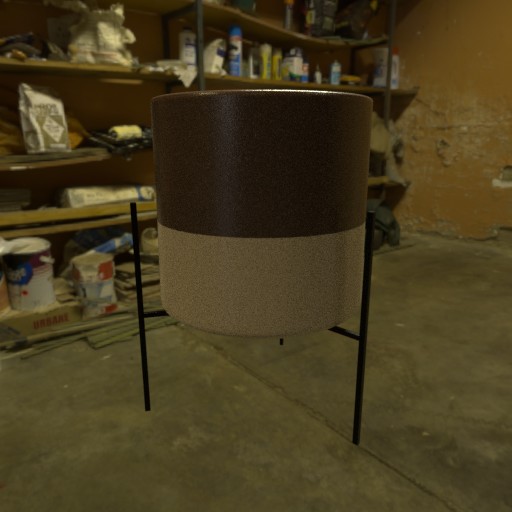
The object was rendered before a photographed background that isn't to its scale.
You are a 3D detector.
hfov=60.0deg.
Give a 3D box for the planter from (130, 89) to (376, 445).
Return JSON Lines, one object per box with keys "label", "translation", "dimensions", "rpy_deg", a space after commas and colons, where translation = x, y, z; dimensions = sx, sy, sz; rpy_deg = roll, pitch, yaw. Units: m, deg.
{"label": "planter", "translation": [0.000, 0.000, 0.533], "dimensions": [0.250, 0.353, 0.260], "rpy_deg": [2, 15, 7]}
